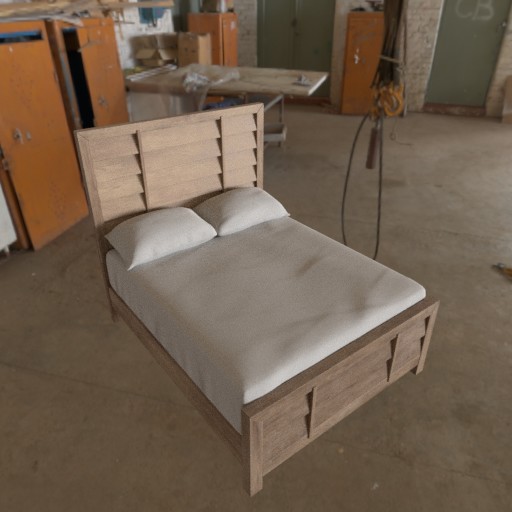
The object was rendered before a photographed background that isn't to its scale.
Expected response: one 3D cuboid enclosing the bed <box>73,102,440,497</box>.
[{"bbox_3d":[0.000,0.000,3.178,1.615,1.631,2.017,-21,36,-32],"label":"bed"}]
